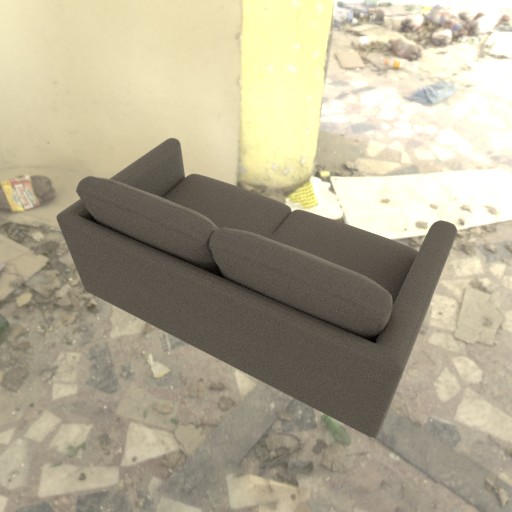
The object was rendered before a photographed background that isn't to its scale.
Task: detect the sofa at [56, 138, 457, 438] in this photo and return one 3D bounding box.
[{"bbox_3d":[0.000,0.000,2.270,1.713,0.866,0.940,22,48,21],"label":"sofa"}]
